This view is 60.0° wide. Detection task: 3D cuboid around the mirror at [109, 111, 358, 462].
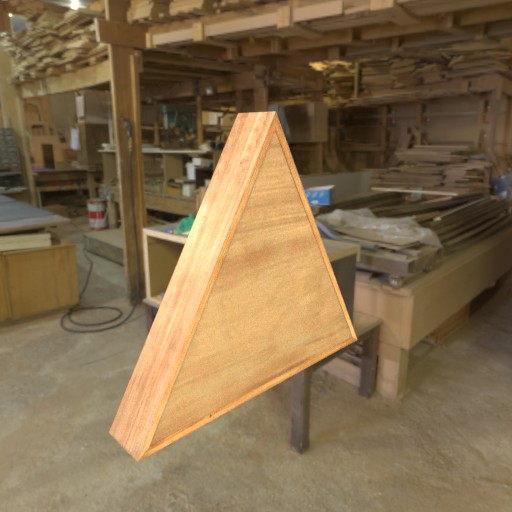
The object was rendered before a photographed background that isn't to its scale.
[{"bbox_3d":[0.000,0.000,0.888,0.631,0.548,0.100,-14,21,-42],"label":"mirror"}]
